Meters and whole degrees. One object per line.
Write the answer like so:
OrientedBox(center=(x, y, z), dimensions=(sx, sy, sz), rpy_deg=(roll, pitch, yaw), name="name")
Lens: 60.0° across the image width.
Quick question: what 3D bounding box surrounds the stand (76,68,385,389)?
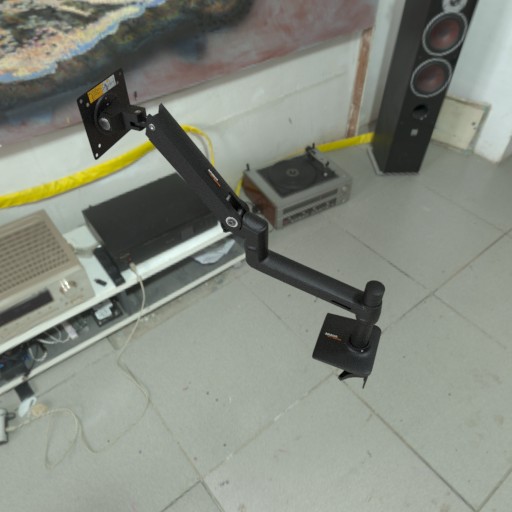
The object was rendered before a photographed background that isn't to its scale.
OrientedBox(center=(0.000, 0.000, 1.027), dimensions=(0.650, 0.713, 0.152), rpy_deg=(16, 49, 15), name="stand")
